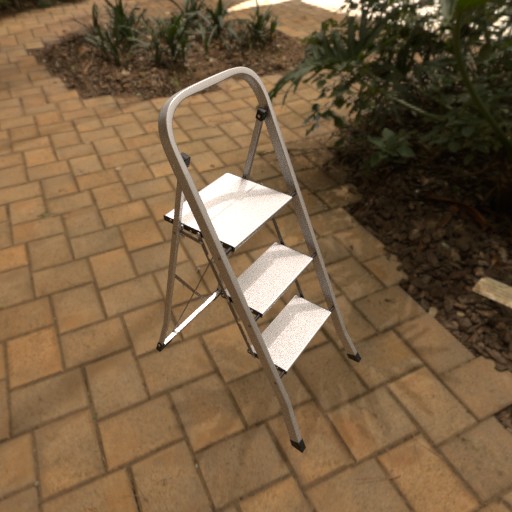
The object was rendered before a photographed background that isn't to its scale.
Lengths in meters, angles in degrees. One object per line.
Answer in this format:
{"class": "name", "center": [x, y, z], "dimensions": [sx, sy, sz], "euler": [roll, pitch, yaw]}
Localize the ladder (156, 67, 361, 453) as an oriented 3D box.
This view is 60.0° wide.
{"class": "ladder", "center": [0.000, 0.000, 1.429], "dimensions": [0.704, 1.070, 0.465], "euler": [25, 47, 26]}
